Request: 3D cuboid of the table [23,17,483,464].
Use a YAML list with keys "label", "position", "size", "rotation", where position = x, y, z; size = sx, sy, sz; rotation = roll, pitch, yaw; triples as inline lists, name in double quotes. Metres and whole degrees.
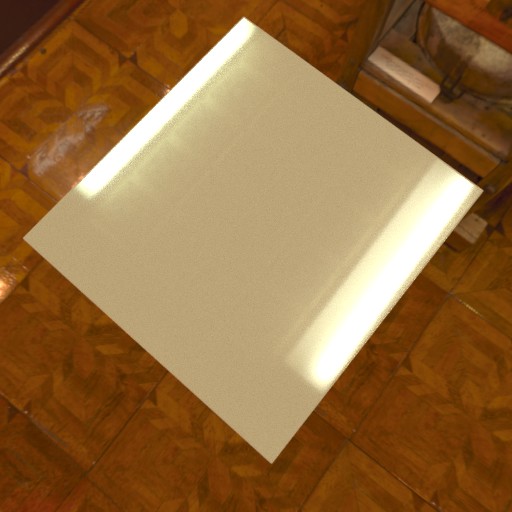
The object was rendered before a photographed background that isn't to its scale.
- label: "table"
  position: [0.000, 0.000, 0.783]
  size: [0.400, 0.470, 0.420]
  rotation: [39, 80, 8]
